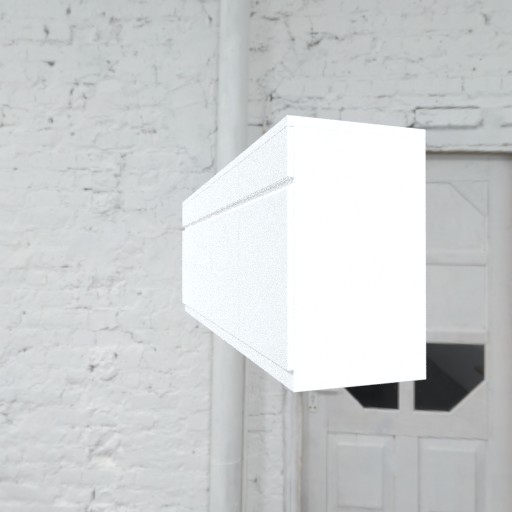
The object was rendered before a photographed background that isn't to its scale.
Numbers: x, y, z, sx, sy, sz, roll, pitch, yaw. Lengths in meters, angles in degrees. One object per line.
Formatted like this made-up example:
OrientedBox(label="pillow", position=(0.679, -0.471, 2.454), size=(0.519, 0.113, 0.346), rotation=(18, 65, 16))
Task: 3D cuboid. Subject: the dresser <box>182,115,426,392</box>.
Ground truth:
OrientedBox(label="dresser", position=(0.000, 0.000, 2.463), size=(0.500, 0.840, 2.200), rotation=(0, 0, -18))
